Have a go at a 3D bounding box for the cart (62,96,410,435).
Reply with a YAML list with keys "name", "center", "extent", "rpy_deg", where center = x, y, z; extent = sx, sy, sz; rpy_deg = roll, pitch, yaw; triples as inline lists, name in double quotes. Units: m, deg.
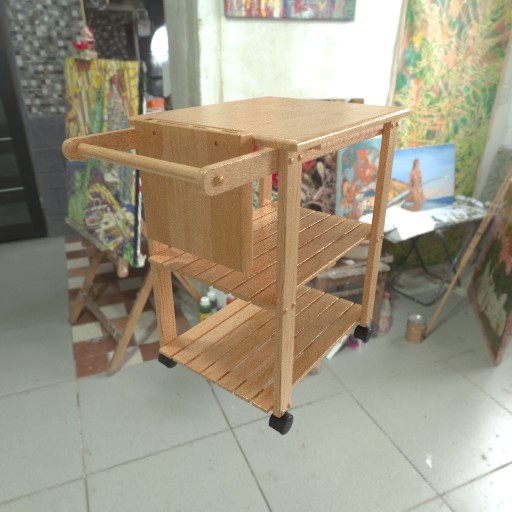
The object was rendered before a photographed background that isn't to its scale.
- name: "cart"
  center: [0.000, 0.000, 1.322]
  extent: [0.520, 0.816, 0.843]
  rpy_deg: [18, 31, 33]
